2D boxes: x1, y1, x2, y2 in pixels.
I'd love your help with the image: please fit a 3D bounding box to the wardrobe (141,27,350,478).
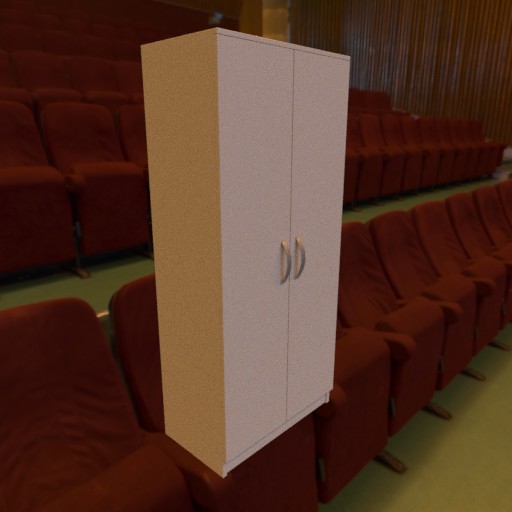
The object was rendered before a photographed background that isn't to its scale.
[{"bbox_3d":[0.000,0.000,1.998,0.470,1.700,0.760,14,21,42],"label":"wardrobe"}]
